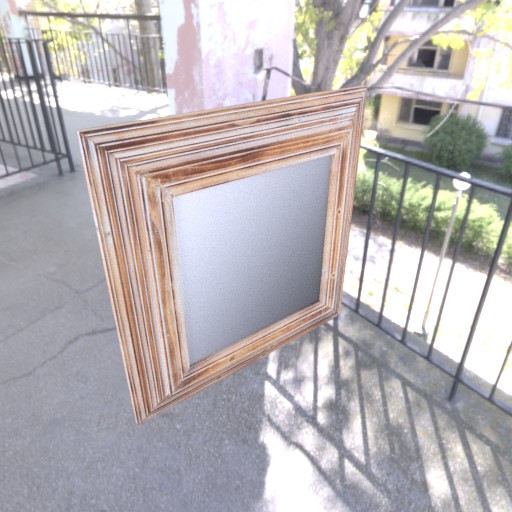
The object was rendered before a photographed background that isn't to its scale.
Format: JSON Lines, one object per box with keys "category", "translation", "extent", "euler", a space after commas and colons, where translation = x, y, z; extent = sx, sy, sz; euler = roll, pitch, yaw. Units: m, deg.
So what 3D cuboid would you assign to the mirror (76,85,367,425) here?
{"category": "mirror", "translation": [0.000, 0.000, 1.223], "extent": [0.804, 0.804, 0.061], "euler": [-21, 36, -32]}
